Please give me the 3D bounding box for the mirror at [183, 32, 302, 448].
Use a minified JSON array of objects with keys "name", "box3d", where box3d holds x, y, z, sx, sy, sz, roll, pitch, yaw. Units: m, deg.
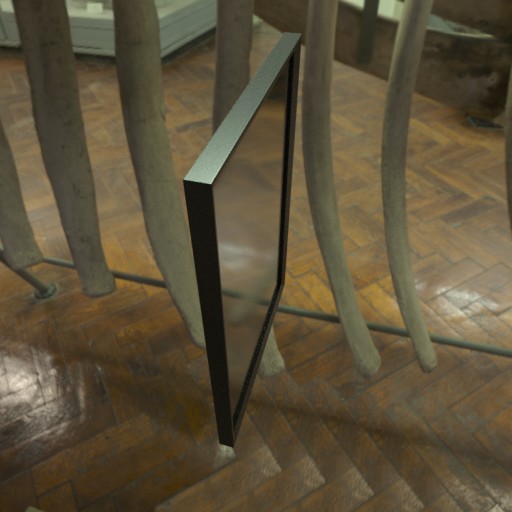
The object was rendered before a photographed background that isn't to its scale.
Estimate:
[{"name":"mirror","box3d":[0.000,0.000,0.917,0.039,0.710,0.507,11,46,11]}]
